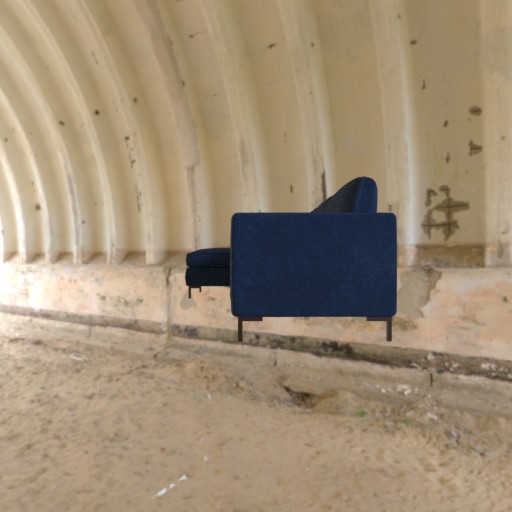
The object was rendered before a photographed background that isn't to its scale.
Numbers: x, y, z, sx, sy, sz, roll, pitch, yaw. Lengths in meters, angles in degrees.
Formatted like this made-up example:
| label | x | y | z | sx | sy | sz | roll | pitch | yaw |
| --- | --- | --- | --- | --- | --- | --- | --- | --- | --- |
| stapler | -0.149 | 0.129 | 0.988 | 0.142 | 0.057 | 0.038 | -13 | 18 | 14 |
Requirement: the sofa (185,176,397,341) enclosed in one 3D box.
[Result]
| label | x | y | z | sx | sy | sz | roll | pitch | yaw |
| --- | --- | --- | --- | --- | --- | --- | --- | --- | --- |
| sofa | 0.000 | 0.000 | 2.953 | 1.128 | 0.679 | 2.450 | 0 | 0 | 0 |
